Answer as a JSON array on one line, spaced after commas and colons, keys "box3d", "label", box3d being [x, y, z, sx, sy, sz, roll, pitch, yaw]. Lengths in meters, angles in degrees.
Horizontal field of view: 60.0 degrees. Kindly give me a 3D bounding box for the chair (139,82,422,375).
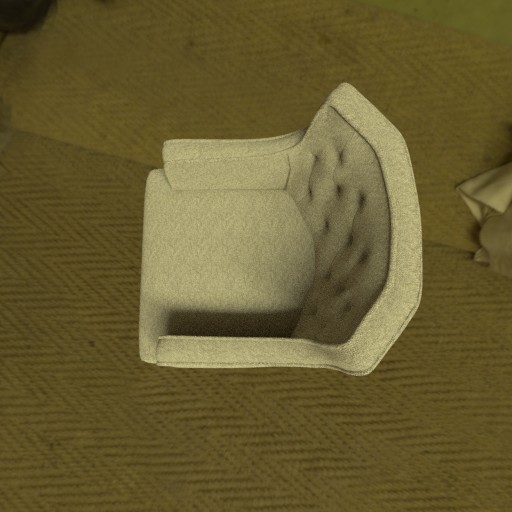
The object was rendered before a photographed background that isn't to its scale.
[{"box3d": [0.000, 0.000, 1.666, 0.910, 0.920, 0.820, -1, 76, 0], "label": "chair"}]
